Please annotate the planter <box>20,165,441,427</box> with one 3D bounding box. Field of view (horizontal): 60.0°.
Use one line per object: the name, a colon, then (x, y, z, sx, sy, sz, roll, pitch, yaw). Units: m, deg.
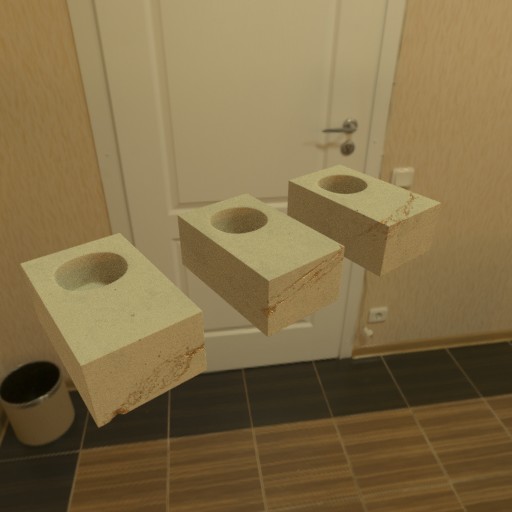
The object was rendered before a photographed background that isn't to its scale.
planter: (0.000, 0.000, 0.378, 0.333, 0.051, 0.127, -22, 38, -31)
